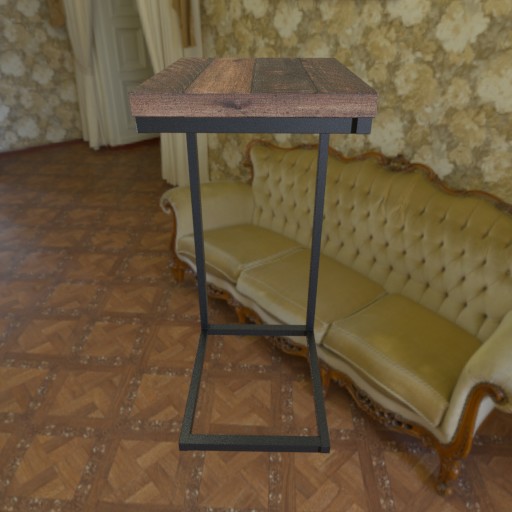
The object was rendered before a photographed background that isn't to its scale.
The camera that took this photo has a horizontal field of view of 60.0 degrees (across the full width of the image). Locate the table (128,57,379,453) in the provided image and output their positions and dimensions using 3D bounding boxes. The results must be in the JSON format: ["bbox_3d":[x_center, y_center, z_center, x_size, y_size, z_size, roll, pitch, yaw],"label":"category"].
[{"bbox_3d":[0.000,0.000,0.924,0.323,0.718,0.414,1,30,1],"label":"table"}]
